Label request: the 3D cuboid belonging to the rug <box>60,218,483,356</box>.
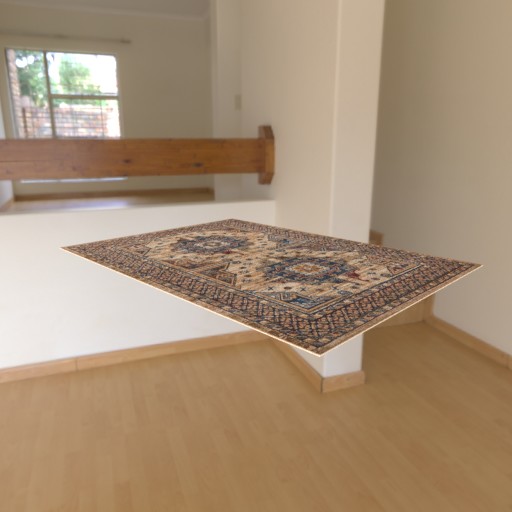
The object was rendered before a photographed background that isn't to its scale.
[{"bbox_3d":[0.000,0.000,2.851,2.227,0.008,1.611,14,21,43],"label":"rug"}]
